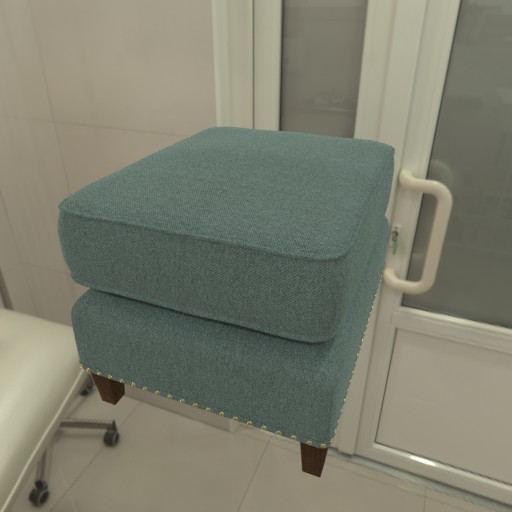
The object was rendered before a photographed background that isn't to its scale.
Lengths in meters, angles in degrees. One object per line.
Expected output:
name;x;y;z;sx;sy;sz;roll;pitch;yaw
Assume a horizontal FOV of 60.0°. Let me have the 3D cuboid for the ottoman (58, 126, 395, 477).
ottoman;0.000;0.000;1.118;0.589;0.537;0.738;11;31;19
